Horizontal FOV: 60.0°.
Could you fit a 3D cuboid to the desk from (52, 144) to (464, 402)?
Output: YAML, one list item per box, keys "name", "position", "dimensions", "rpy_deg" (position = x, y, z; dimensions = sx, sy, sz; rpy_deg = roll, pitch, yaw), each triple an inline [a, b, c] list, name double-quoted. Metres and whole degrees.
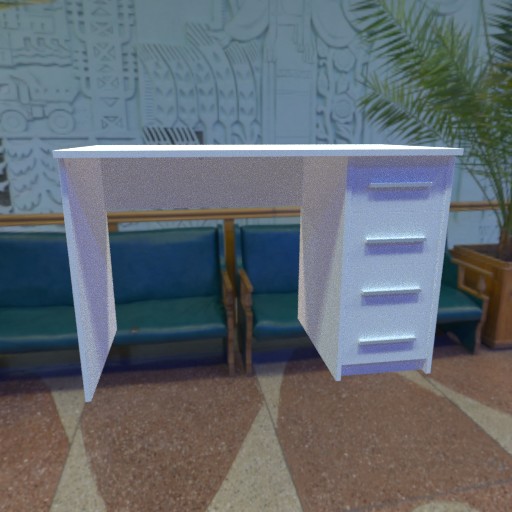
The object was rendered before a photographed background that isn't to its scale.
- name: "desk"
  position: [0.000, 0.000, 1.526]
  dimensions: [1.096, 0.730, 0.560]
  rpy_deg: [-2, 15, -8]
